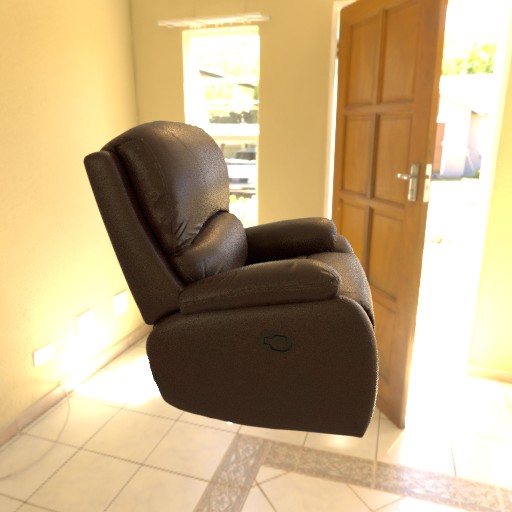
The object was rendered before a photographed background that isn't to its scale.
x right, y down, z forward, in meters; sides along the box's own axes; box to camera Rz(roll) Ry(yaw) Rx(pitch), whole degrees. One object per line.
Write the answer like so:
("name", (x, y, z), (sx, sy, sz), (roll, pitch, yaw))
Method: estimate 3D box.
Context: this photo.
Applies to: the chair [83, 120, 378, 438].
("chair", (0.000, 0.000, 1.736), (0.899, 1.011, 0.930), (2, 16, 8))
